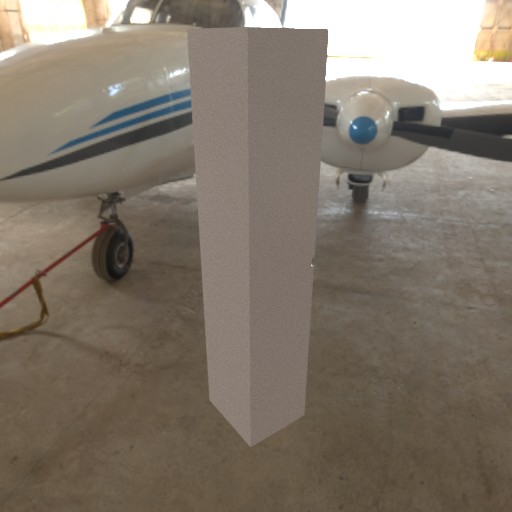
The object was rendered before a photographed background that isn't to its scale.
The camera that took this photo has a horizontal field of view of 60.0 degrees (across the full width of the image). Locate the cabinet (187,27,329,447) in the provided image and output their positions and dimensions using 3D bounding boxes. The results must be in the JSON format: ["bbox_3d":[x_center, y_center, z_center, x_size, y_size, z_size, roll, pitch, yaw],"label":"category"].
[{"bbox_3d":[0.000,0.000,1.533,0.269,1.400,0.300,-18,31,-32],"label":"cabinet"}]
